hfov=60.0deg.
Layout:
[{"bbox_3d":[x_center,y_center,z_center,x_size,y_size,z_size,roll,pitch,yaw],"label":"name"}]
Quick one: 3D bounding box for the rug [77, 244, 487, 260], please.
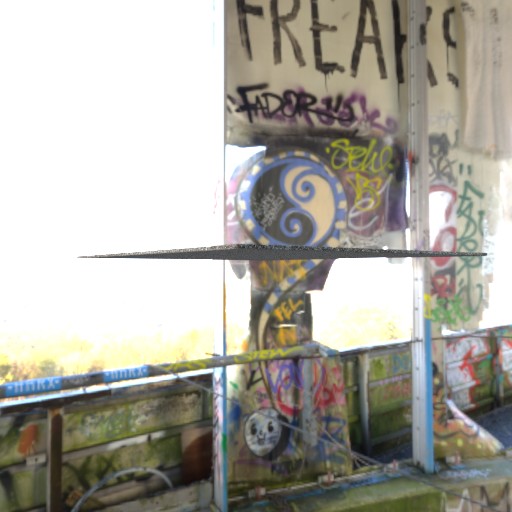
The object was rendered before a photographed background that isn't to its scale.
[{"bbox_3d":[0.000,0.000,4.050,2.401,0.025,3.000,1,-2,-36],"label":"rug"}]
